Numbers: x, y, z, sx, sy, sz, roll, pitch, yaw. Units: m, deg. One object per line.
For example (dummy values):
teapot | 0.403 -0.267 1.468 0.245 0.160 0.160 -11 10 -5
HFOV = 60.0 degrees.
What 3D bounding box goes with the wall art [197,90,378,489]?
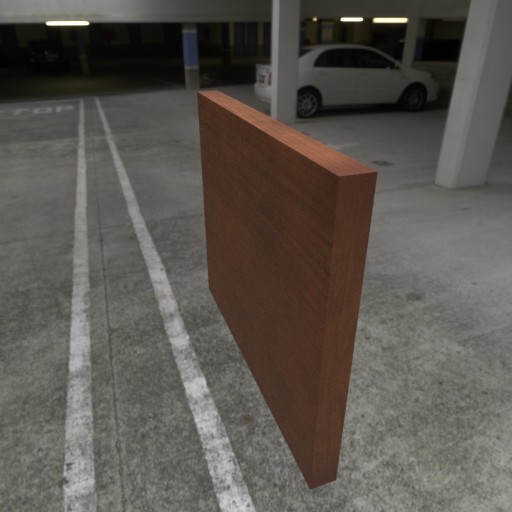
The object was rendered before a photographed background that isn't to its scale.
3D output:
wall art | 0.000 0.000 0.540 0.030 0.328 0.401 -10 30 -18
